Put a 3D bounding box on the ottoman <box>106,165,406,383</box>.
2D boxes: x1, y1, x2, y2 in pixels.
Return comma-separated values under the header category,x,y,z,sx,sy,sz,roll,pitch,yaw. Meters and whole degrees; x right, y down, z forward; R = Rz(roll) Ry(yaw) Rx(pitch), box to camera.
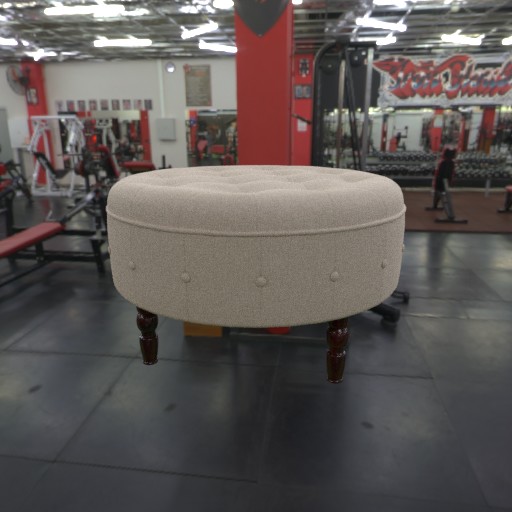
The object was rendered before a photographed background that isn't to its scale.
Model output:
category,x,y,z,sx,sy,sz,roll,pitch,yaw
ottoman,0.000,0.000,1.363,0.848,0.494,0.848,0,16,0
